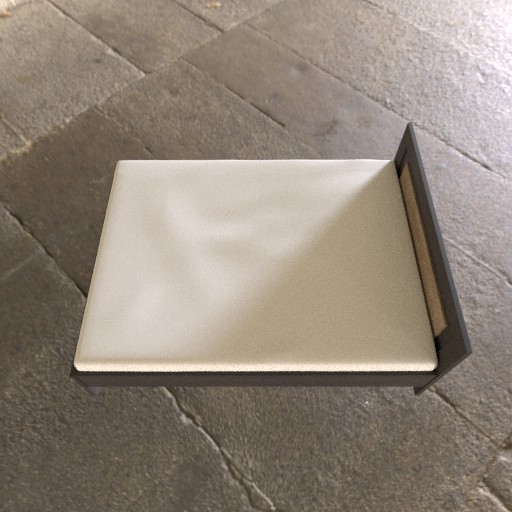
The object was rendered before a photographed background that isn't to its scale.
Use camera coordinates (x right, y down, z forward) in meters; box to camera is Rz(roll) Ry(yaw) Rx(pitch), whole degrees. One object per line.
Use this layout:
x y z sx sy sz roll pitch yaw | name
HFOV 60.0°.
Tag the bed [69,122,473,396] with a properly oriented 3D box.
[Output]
0.000 0.000 2.882 2.073 0.823 1.585 0 59 0 | bed
